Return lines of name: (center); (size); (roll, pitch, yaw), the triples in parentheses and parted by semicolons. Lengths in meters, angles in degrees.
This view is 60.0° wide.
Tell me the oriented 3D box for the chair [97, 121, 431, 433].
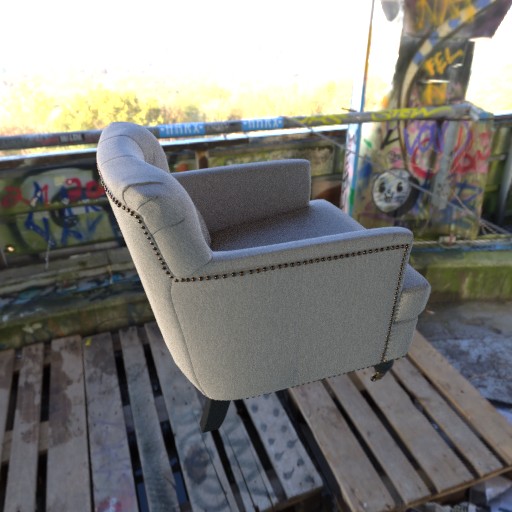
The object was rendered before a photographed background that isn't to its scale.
chair: (0.000, 0.000, 1.497); (0.902, 0.823, 0.737); (-10, 31, -16)
